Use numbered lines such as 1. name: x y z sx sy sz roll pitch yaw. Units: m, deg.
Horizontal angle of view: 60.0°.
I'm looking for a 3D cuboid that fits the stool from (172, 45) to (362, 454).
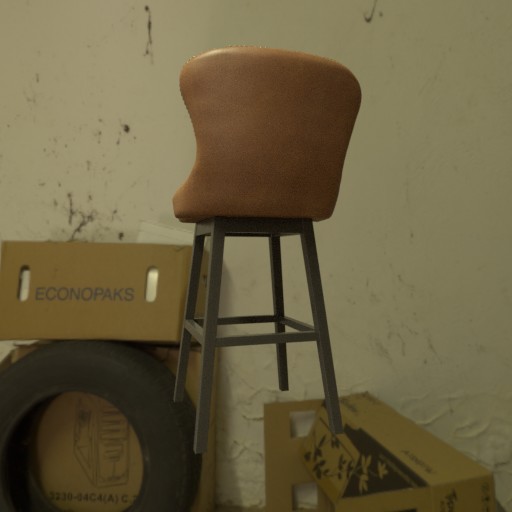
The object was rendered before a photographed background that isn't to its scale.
1. stool: 0.000 0.000 1.396 0.528 1.050 0.601 0 0 -18
